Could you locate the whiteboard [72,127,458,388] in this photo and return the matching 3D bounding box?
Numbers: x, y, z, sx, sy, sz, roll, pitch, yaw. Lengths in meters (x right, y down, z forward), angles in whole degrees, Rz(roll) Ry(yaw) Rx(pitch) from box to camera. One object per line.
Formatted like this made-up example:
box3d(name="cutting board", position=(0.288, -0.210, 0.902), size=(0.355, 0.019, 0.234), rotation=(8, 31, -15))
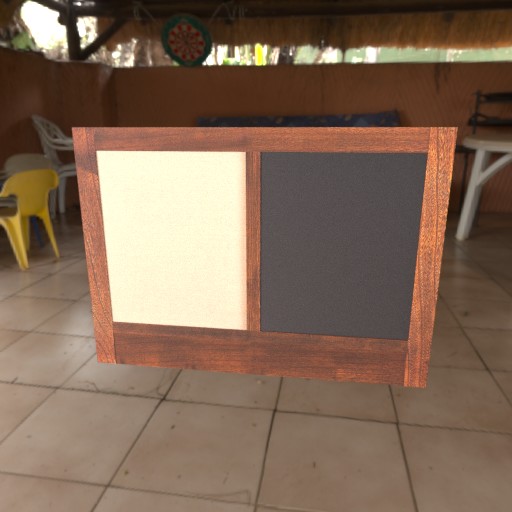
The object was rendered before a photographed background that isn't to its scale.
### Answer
box3d(name="whiteboard", position=(0.000, 0.000, 0.992), size=(0.768, 0.553, 0.083), rotation=(2, 16, 8))
